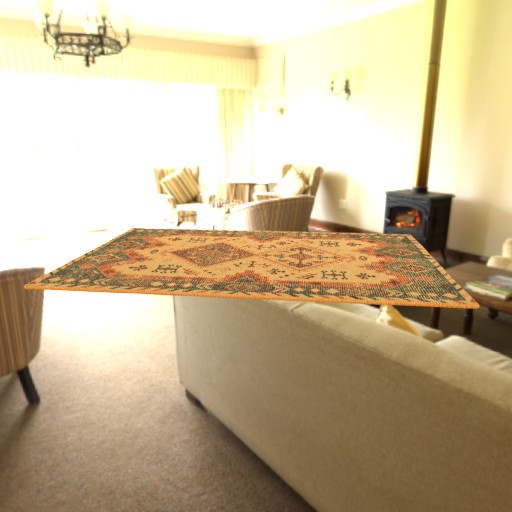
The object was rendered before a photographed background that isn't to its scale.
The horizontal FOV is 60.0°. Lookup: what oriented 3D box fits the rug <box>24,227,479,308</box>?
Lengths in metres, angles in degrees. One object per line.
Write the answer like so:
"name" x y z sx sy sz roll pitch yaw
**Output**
"rug" 0.000 0.000 2.341 1.840 0.015 1.225 2 16 7
